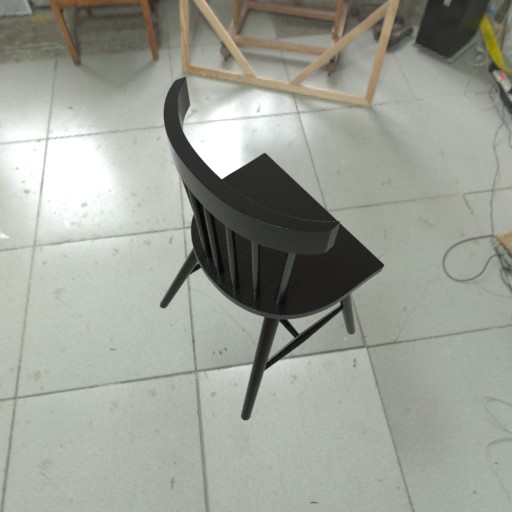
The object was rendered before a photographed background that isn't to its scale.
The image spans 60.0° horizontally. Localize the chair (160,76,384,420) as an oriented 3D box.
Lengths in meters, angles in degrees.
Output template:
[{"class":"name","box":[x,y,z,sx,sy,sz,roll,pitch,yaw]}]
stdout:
[{"class":"chair","box":[0.000,0.000,1.177,0.483,0.844,0.506,-34,65,-18]}]
